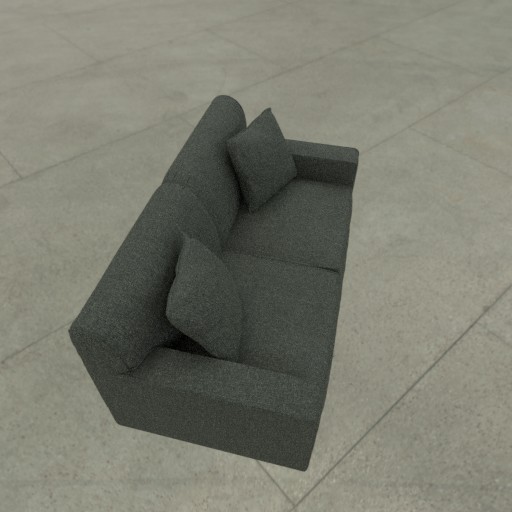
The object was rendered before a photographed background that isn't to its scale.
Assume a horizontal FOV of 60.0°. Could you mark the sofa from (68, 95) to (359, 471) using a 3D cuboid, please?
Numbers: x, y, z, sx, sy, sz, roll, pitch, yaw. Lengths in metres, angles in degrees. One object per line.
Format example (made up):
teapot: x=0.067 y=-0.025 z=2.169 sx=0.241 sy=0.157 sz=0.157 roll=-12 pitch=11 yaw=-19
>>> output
sofa: x=0.000 y=0.000 z=2.429 sx=0.998 sy=0.958 sz=1.846 roll=10 pitch=48 yaw=9
